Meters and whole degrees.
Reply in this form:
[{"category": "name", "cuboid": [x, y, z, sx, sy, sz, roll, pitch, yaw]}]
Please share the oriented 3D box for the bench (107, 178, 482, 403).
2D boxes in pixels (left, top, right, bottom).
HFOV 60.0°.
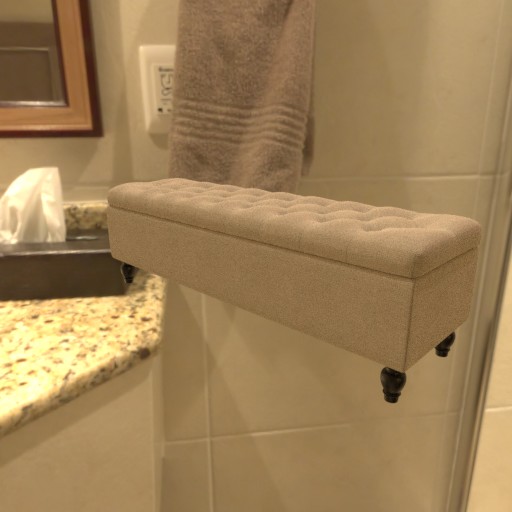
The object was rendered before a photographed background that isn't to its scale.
[{"category": "bench", "cuboid": [0.000, 0.000, 1.717, 1.480, 0.467, 0.455, 15, 23, 42]}]
